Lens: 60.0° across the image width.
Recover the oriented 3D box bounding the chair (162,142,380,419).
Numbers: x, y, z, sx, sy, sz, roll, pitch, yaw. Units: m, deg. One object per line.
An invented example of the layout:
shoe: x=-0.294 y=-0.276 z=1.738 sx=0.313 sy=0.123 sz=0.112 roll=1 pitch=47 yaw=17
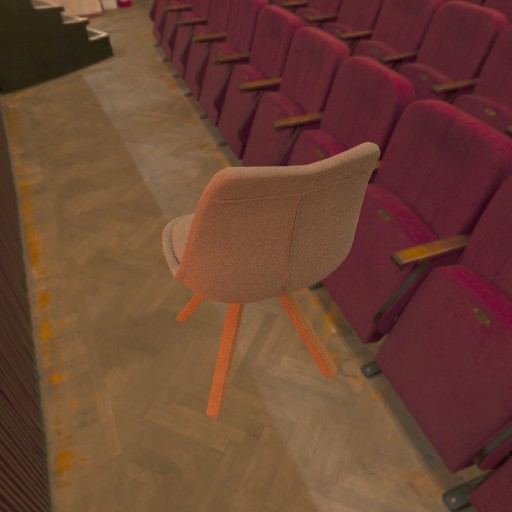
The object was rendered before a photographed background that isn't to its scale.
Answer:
chair: x=0.000 y=0.000 z=1.207 sx=0.474 sy=0.863 sz=0.549 roll=-14 pitch=43 yaw=-15
